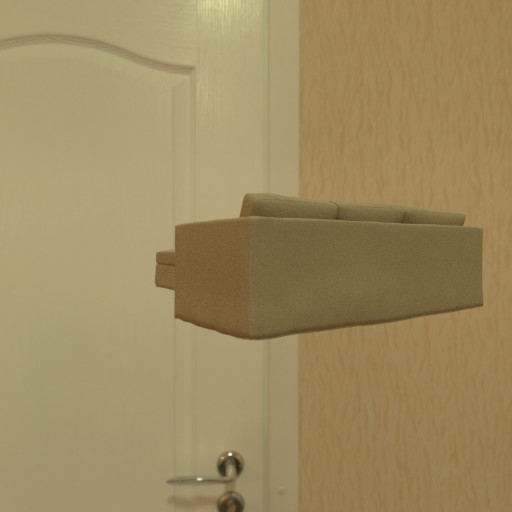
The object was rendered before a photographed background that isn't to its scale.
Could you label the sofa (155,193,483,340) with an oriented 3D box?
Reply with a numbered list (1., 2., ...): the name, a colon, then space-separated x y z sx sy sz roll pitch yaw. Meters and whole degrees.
1. sofa: 0.000 0.000 4.565 2.476 0.878 3.528 -1 2 -34
